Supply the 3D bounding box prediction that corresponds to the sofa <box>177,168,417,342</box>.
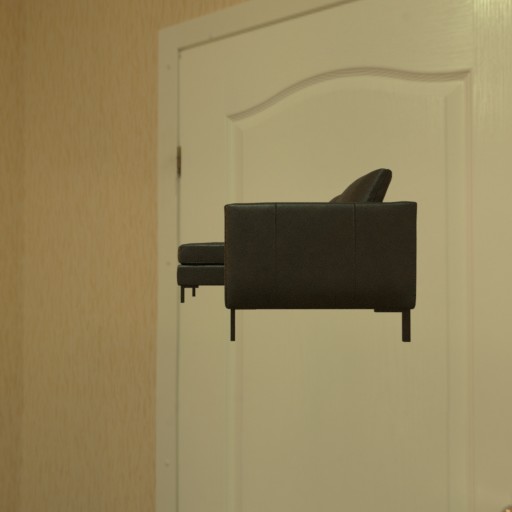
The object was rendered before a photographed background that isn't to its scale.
[{"bbox_3d":[0.000,0.000,3.518,1.471,0.859,2.993,0,-1,-1],"label":"sofa"}]
